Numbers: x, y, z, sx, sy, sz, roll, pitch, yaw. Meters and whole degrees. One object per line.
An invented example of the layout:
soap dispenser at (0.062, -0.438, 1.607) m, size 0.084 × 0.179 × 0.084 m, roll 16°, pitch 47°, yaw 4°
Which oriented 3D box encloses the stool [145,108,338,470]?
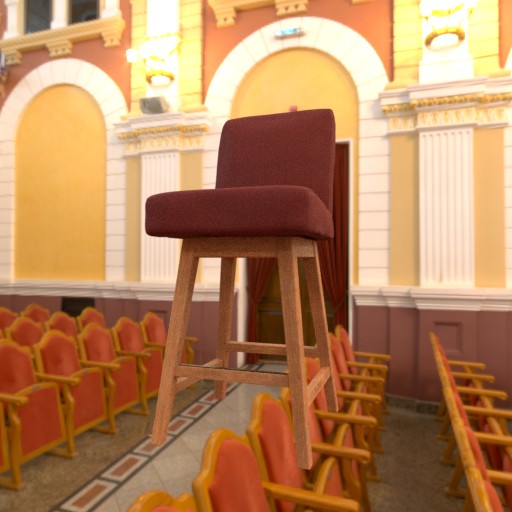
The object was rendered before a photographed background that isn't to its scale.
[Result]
stool at (0.000, 0.000, 1.373) m, size 0.468 × 1.038 × 0.562 m, roll 0°, pitch 0°, yaw 19°
